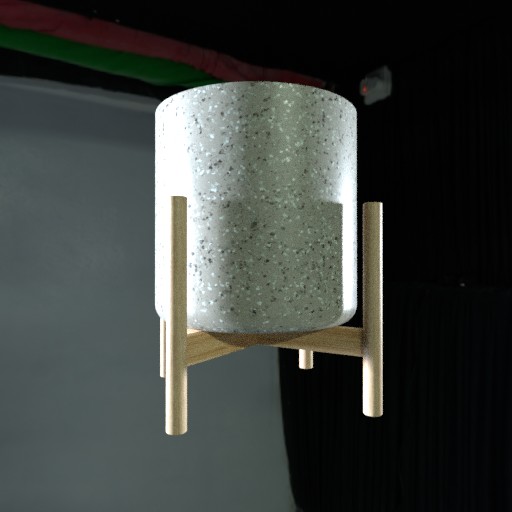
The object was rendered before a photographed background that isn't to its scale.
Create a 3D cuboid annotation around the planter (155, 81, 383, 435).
[{"bbox_3d":[0.000,0.000,0.683,0.360,0.419,0.360,0,0,-36],"label":"planter"}]
